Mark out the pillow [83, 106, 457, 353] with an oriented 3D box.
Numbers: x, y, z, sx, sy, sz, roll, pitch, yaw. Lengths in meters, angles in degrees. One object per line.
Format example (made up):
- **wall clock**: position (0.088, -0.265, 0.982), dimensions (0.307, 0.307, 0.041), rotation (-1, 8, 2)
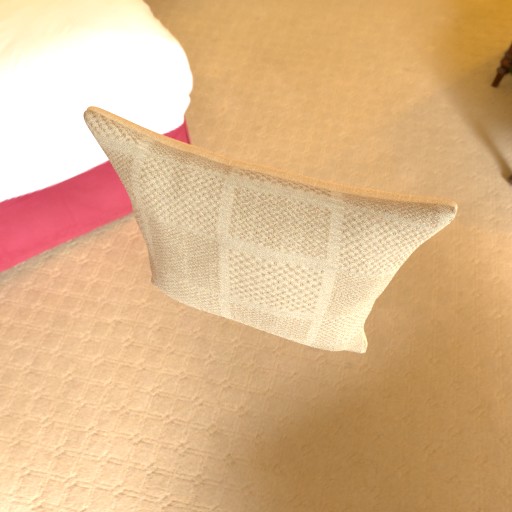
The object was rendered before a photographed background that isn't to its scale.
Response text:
- **pillow**: position (0.000, 0.000, 0.670), dimensions (0.436, 0.432, 0.138), rotation (17, 61, 10)
